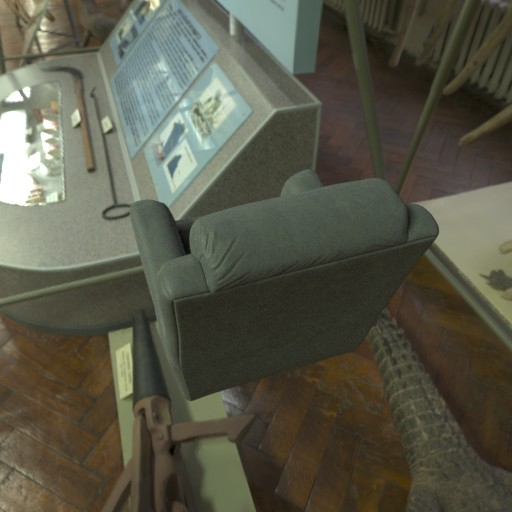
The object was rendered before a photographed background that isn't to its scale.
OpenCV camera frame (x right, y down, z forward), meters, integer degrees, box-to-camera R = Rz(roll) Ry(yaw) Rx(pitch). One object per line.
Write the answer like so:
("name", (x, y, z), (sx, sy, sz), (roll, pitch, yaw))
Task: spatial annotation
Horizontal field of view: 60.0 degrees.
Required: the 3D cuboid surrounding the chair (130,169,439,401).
("chair", (0.000, 0.000, 1.932), (0.965, 1.116, 1.068), (-13, 44, -14))
